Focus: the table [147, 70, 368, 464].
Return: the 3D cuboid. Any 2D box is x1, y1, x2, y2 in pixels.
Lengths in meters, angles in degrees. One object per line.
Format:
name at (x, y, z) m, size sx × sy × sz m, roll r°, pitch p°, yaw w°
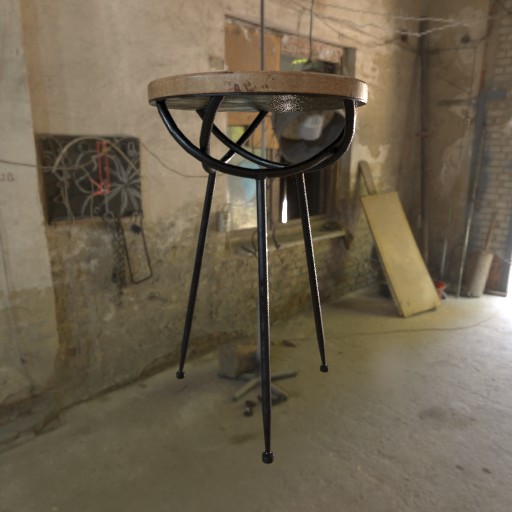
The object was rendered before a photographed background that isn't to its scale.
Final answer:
table at (0.000, 0.000, 0.923) m, size 0.414 × 0.664 × 0.418 m, roll 2°, pitch 15°, yaw 8°
